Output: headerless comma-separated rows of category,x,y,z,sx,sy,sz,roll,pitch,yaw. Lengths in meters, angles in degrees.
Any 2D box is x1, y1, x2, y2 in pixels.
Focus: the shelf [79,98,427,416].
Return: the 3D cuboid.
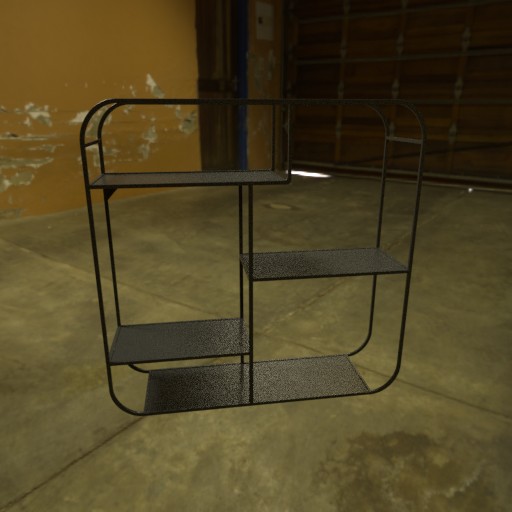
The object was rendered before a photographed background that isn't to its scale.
shelf,0.000,0.000,0.905,0.600,0.600,0.160,-3,18,-8
